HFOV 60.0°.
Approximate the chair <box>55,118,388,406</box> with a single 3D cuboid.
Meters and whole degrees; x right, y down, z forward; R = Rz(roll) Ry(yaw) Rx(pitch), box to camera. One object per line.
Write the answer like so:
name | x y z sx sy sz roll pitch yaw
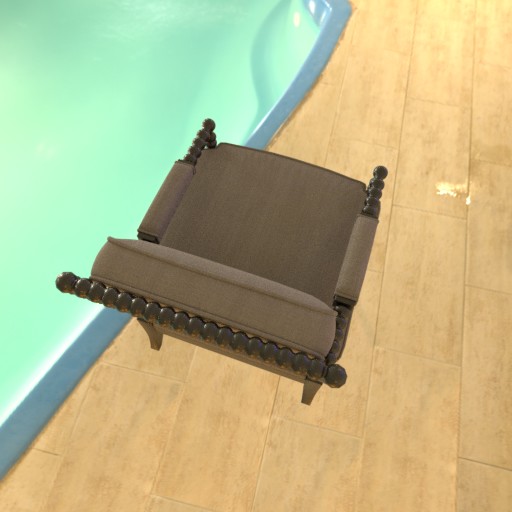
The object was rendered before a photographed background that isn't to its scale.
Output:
chair | 0.000 0.000 1.103 0.540 0.661 0.622 18 65 8
